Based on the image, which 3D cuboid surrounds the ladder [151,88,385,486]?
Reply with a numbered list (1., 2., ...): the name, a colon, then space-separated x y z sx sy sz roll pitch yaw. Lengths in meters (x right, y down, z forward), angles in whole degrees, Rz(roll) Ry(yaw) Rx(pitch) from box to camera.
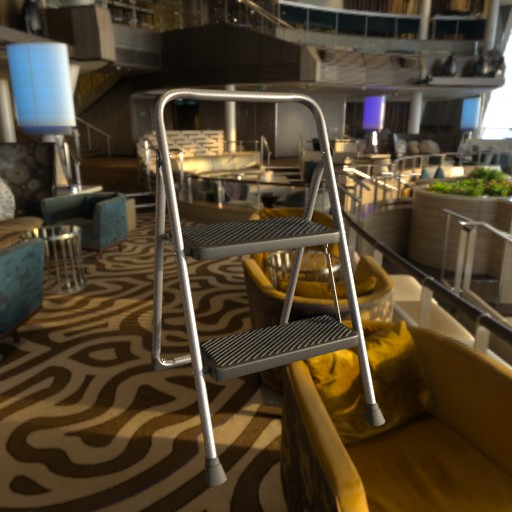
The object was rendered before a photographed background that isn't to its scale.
1. ladder: 0.000 0.000 1.015 0.430 0.720 0.472 -8 18 -25
